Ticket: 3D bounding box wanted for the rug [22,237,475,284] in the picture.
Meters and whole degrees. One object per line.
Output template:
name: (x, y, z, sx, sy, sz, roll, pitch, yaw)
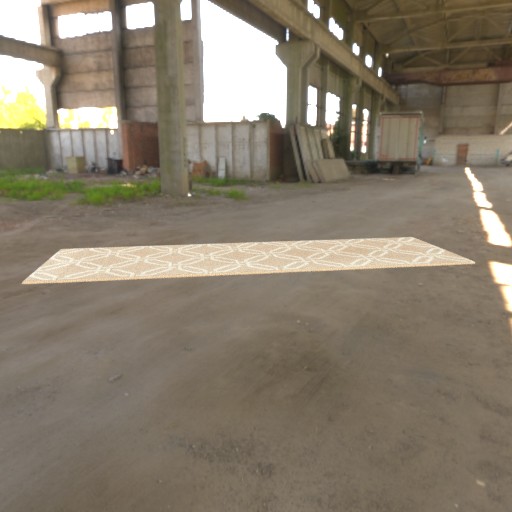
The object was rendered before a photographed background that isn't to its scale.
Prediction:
rug: (0.000, 0.000, 2.522, 2.276, 0.014, 0.678, -2, 14, -9)
